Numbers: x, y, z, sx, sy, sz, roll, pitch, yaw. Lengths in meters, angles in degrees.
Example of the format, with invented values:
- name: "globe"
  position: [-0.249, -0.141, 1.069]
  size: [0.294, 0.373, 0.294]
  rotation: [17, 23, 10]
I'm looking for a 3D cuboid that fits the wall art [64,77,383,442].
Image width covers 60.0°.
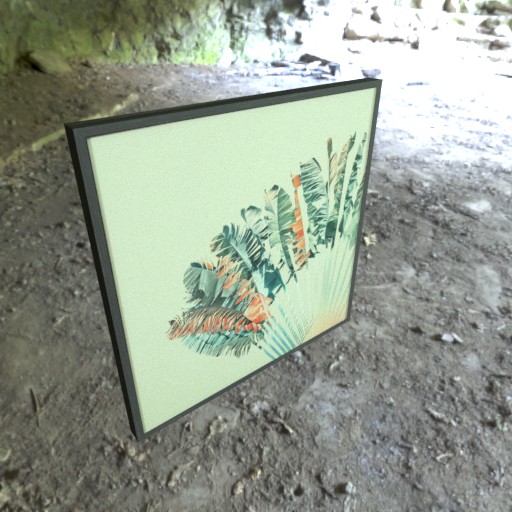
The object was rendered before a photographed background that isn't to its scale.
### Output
- name: "wall art"
  position: [0.000, 0.000, 1.103]
  size: [0.762, 0.758, 0.043]
  rotation: [-22, 37, -32]
